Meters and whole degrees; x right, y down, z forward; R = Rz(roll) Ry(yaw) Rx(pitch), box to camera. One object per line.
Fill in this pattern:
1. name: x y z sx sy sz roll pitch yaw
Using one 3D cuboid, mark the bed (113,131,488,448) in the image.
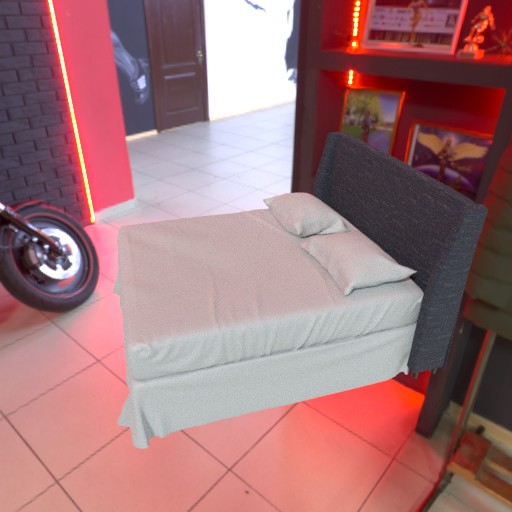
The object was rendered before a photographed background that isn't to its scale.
1. bed: 0.000 0.000 3.388 2.276 1.332 1.925 -8 31 -14
